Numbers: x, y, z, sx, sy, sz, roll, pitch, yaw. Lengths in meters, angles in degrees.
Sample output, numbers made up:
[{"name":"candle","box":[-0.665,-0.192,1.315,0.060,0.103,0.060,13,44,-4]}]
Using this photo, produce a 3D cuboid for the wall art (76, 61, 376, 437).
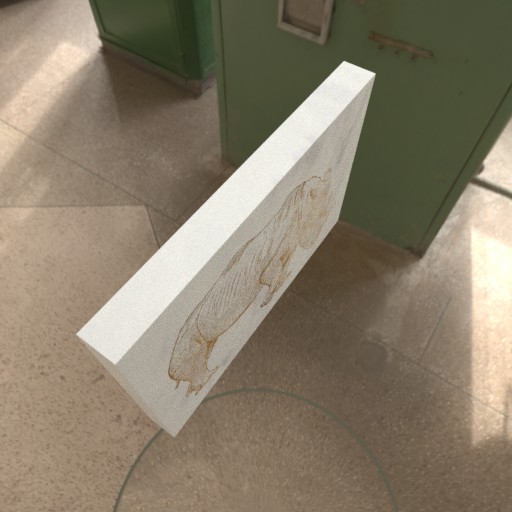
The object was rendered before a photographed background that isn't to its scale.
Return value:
[{"name":"wall art","box":[0.000,0.000,0.492,0.038,0.254,0.381,31,63,18]}]
